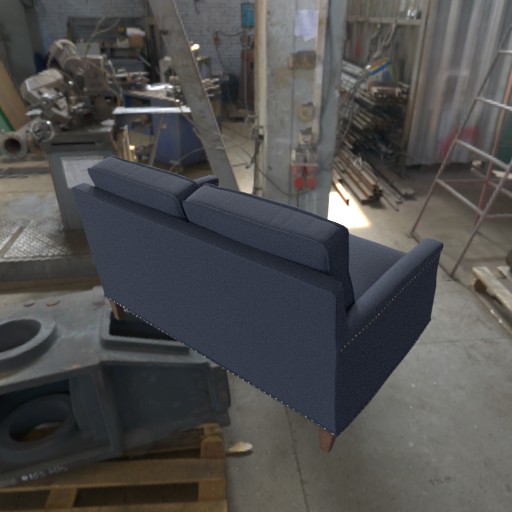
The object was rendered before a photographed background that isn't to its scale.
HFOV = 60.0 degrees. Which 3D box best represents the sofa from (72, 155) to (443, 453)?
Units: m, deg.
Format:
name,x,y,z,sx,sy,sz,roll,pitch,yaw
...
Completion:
name,x,y,z,sx,sy,sz,roll,pitch,yaw
sofa,0.000,0.000,2.303,1.597,1.003,1.084,21,36,33
